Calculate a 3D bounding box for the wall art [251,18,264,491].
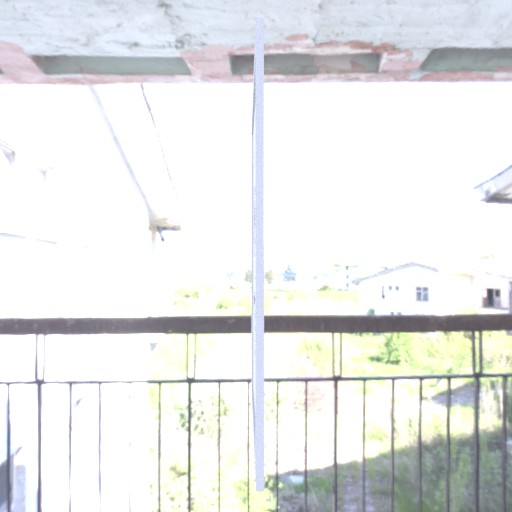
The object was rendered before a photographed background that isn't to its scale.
[{"bbox_3d":[0.000,0.000,0.842,0.011,0.659,0.454,0,-2,-1],"label":"wall art"}]
